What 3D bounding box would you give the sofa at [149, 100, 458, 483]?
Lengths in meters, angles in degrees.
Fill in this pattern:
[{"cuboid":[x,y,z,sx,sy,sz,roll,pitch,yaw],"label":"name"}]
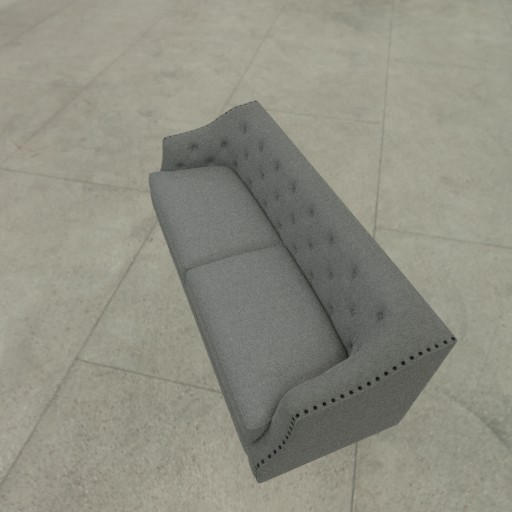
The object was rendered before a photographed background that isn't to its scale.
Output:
[{"cuboid":[0.000,0.000,2.708,0.914,0.901,2.235,-16,48,-15],"label":"sofa"}]
